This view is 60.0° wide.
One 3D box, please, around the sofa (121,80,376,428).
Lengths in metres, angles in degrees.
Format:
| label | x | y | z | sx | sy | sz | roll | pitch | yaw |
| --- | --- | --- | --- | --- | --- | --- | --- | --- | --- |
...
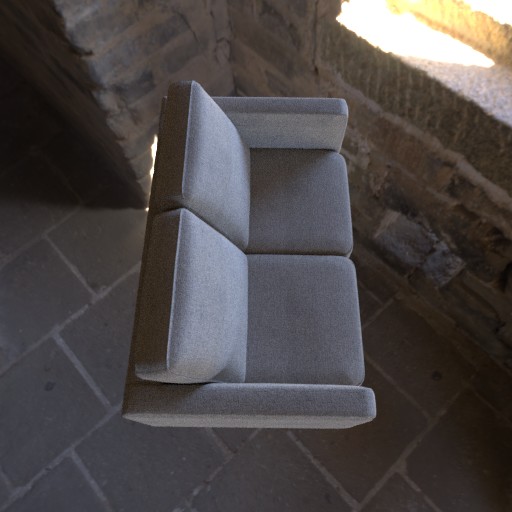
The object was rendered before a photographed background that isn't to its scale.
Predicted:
| label | x | y | z | sx | sy | sz | roll | pitch | yaw |
| --- | --- | --- | --- | --- | --- | --- | --- | --- | --- |
| sofa | 0.000 | 0.000 | 2.151 | 0.969 | 0.973 | 1.527 | 1 | 66 | 0 |
